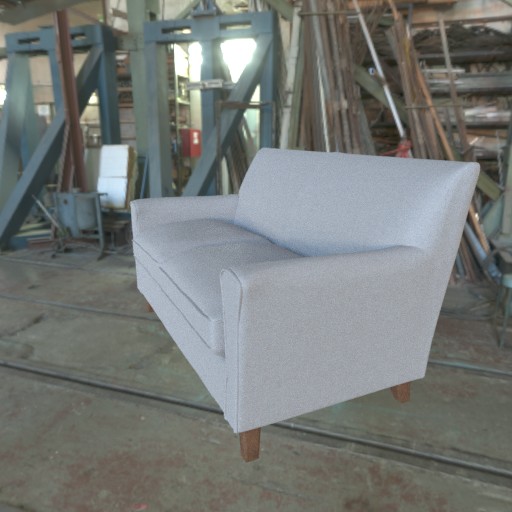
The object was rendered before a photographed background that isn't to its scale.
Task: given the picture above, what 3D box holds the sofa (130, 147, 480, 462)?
[{"bbox_3d":[0.000,0.000,1.982,0.888,0.890,1.482,-7,17,-25],"label":"sofa"}]
